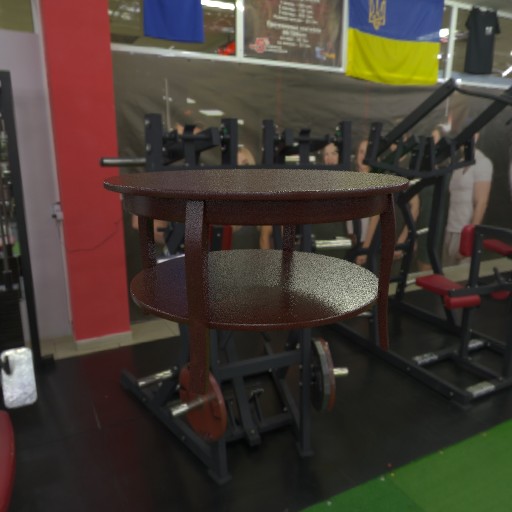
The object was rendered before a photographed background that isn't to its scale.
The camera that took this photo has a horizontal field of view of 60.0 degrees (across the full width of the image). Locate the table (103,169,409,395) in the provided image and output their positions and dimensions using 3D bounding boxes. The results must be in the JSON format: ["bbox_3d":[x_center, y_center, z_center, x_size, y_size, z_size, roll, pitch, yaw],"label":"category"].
[{"bbox_3d":[0.000,0.000,1.451,0.911,0.512,0.911,0,14,0],"label":"table"}]
